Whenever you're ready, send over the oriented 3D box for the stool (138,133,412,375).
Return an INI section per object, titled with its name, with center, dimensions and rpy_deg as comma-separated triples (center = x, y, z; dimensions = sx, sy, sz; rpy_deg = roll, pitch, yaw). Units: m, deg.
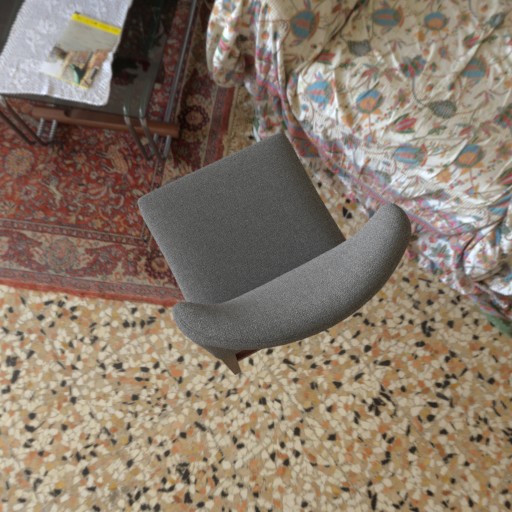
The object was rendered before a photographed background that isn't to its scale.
[stool]
center = 0.000, 0.000, 1.272
dimensions = 0.479, 0.968, 0.568
rpy_deg = -27, 76, -7
